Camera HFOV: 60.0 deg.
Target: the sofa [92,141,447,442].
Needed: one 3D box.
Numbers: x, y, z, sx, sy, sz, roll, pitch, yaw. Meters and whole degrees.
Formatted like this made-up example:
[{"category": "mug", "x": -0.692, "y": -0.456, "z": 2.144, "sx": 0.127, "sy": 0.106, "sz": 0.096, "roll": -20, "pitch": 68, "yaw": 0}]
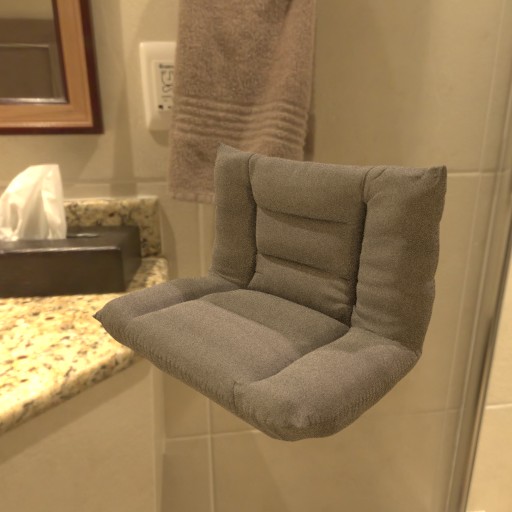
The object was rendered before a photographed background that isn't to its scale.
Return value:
[{"category": "sofa", "x": 0.000, "y": 0.000, "z": 1.688, "sx": 1.144, "sy": 0.795, "sz": 0.847, "roll": 16, "pitch": 23, "yaw": 42}]
